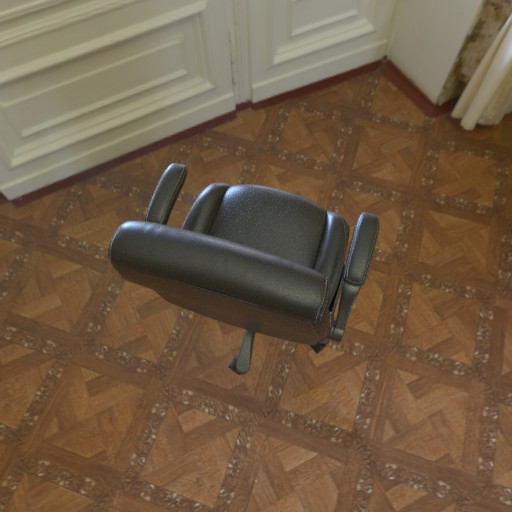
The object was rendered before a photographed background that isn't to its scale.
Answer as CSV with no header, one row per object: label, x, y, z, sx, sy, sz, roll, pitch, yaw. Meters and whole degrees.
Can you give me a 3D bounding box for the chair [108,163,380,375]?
chair,0.000,0.000,1.634,0.782,1.110,0.724,16,64,8
